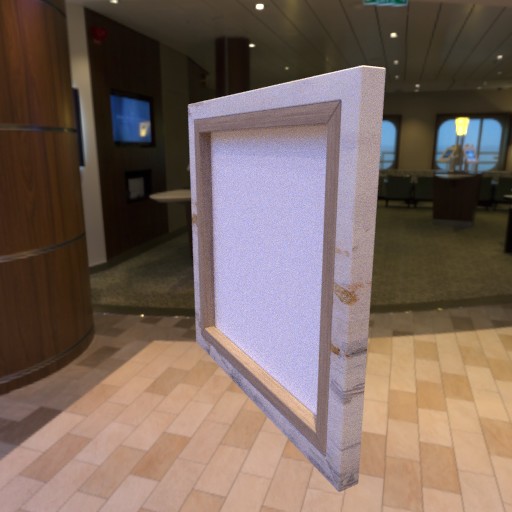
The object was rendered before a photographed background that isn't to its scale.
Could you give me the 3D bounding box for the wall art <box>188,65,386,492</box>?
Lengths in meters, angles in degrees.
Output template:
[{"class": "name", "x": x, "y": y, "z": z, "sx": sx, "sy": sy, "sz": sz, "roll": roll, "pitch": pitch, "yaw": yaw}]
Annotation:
[{"class": "wall art", "x": 0.000, "y": 0.000, "z": 0.878, "sx": 0.040, "sy": 0.613, "sz": 0.611, "roll": -7, "pitch": 16, "yaw": -27}]
